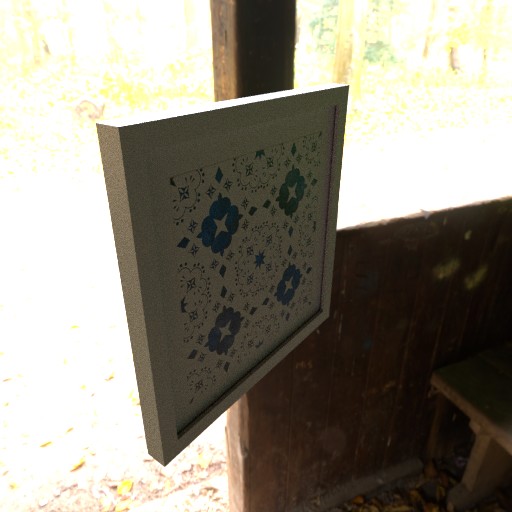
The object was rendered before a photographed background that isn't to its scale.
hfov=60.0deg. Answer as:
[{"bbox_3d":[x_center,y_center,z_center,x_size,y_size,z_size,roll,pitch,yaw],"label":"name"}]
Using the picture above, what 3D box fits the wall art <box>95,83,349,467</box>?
[{"bbox_3d":[0.000,0.000,0.526,0.027,0.355,0.355,19,32,33],"label":"wall art"}]
